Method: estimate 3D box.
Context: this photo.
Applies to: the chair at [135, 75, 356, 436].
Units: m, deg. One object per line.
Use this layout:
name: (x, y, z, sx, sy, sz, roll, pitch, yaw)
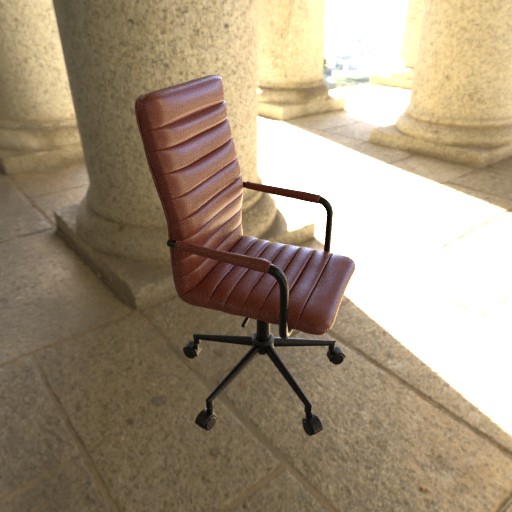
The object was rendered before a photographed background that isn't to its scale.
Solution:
chair: (0.000, 0.000, 1.361, 0.580, 0.979, 0.608, 11, 32, 19)
